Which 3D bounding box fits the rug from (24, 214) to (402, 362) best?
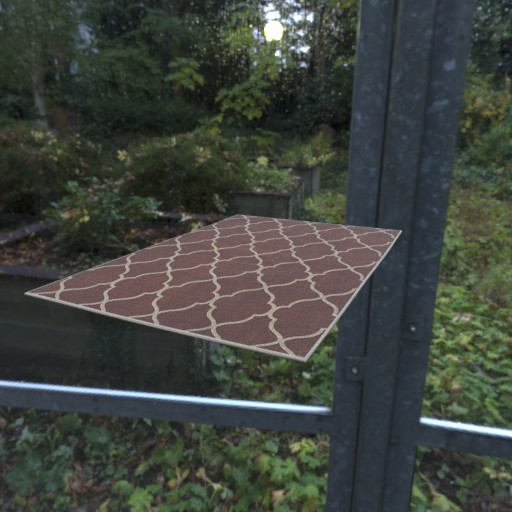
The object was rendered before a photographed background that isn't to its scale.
[{"bbox_3d":[0.000,0.000,2.911,1.528,0.014,2.294,8,18,25],"label":"rug"}]
